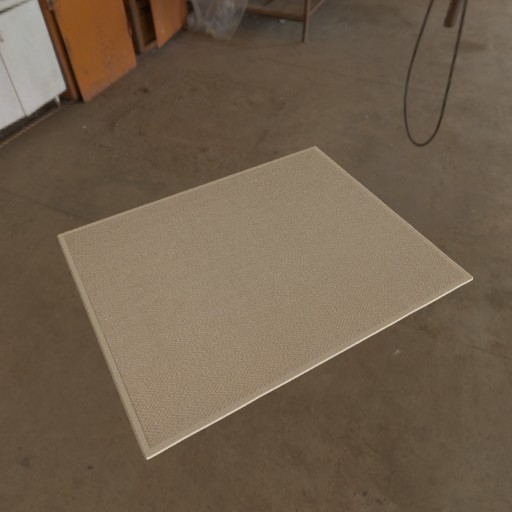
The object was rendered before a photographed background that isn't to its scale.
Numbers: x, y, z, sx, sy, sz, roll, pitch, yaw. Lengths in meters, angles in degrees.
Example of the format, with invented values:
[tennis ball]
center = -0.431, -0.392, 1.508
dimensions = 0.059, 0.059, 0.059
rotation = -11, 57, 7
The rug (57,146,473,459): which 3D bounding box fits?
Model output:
[rug]
center = 0.000, 0.000, 4.088
dimensions = 3.051, 0.020, 2.407
rotation = -23, 51, -20
